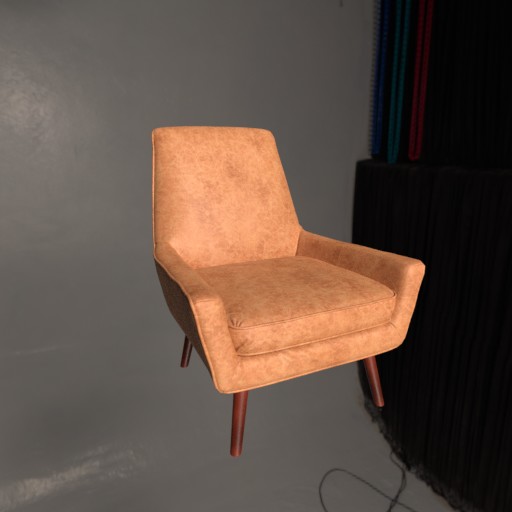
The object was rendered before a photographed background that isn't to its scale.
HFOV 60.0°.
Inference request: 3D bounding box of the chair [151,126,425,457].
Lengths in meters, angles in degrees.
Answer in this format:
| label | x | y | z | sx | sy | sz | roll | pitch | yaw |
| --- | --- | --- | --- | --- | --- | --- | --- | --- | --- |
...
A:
| label | x | y | z | sx | sy | sz | roll | pitch | yaw |
| --- | --- | --- | --- | --- | --- | --- | --- | --- | --- |
| chair | 0.000 | 0.000 | 1.536 | 0.753 | 0.883 | 0.851 | -7 | 16 | -27 |
